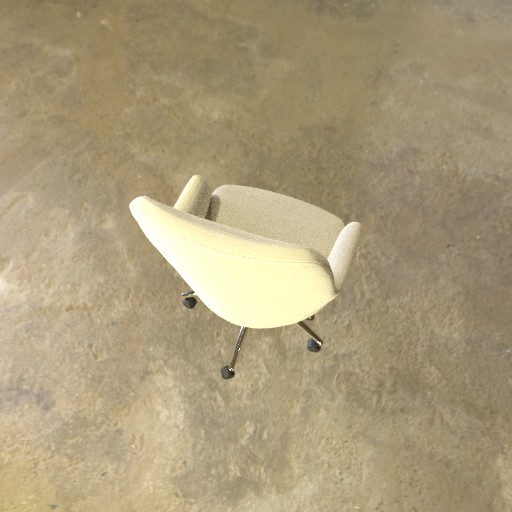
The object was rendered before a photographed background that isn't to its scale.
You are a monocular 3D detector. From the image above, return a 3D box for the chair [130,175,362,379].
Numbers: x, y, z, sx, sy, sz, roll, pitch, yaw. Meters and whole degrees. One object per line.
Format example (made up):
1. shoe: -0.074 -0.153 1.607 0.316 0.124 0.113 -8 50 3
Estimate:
1. chair: 0.000 0.000 1.459 0.620 1.049 0.640 18 64 9
